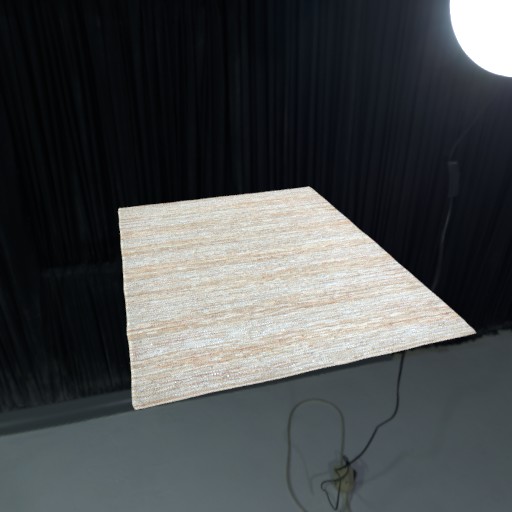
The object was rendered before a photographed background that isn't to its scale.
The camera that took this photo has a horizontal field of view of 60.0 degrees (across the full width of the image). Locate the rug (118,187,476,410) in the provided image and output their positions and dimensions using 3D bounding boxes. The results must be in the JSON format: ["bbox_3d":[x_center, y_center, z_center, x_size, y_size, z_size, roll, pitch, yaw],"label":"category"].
[{"bbox_3d":[0.000,0.000,3.963,2.313,0.009,2.939,-9,31,-15],"label":"rug"}]
